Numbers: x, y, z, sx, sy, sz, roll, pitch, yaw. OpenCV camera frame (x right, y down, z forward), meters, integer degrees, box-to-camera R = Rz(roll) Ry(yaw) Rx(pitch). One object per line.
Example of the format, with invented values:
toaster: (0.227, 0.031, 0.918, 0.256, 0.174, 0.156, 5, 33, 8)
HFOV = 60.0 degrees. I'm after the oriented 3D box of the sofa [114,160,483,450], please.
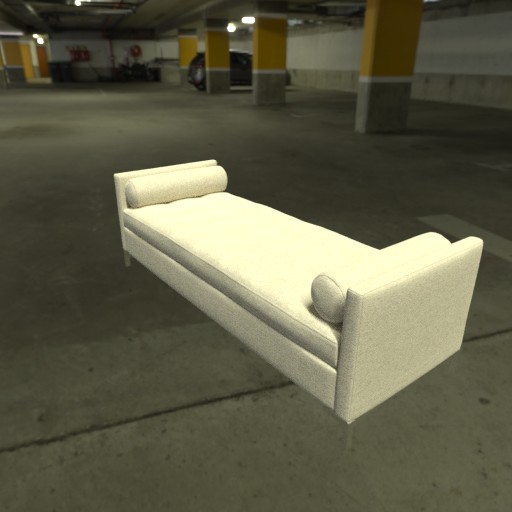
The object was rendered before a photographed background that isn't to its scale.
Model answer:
sofa: (0.000, 0.000, 2.478, 0.797, 0.655, 2.102, -17, 29, -34)
